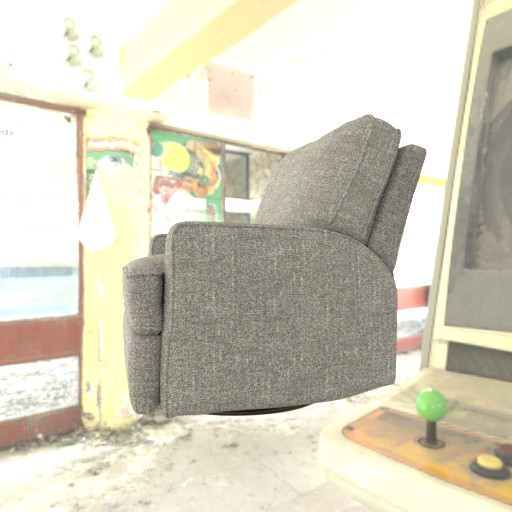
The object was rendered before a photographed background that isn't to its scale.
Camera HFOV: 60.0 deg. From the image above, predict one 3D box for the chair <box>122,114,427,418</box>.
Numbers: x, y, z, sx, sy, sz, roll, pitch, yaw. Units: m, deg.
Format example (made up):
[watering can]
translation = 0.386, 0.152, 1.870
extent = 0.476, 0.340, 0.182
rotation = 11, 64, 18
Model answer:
[chair]
translation = 0.000, 0.000, 1.672
extent = 0.964, 0.962, 0.861
rotation = 0, 0, -17
